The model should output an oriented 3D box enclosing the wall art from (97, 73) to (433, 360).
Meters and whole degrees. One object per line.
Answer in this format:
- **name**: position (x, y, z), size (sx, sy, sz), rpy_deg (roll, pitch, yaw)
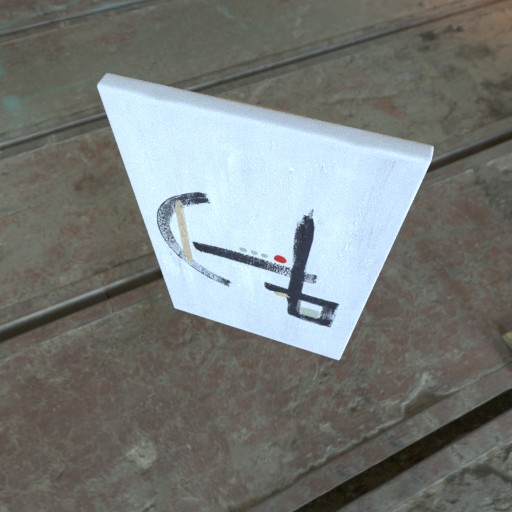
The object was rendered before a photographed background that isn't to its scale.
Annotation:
- **wall art**: position (0.000, 0.000, 1.150), size (0.602, 0.916, 0.048), rpy_deg (16, 59, 10)
